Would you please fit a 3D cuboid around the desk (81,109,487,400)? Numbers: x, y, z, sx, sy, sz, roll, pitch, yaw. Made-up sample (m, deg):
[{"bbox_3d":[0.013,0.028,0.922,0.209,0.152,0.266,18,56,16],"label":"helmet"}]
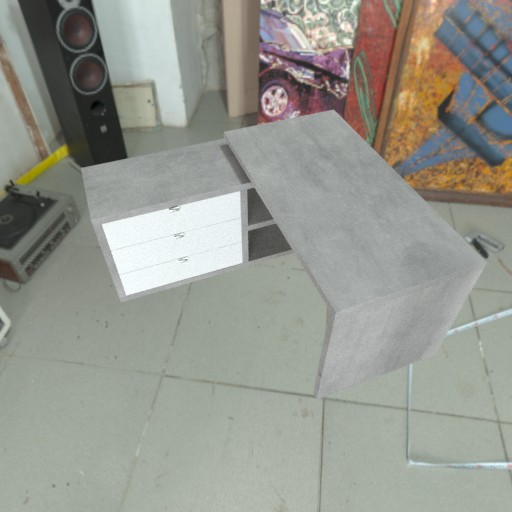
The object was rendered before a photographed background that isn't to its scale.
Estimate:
[{"bbox_3d":[0.000,0.000,2.355,1.500,0.740,1.400,-16,49,-14],"label":"desk"}]
